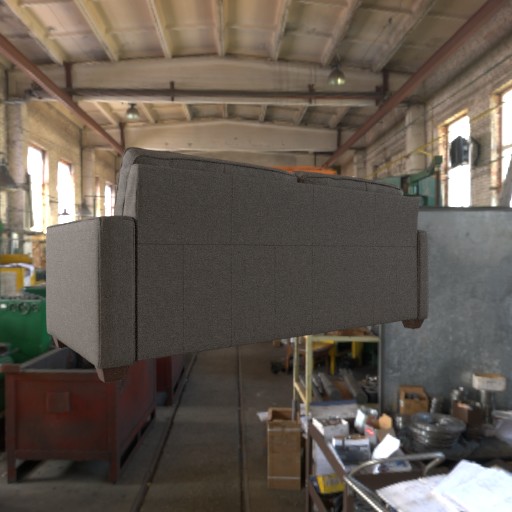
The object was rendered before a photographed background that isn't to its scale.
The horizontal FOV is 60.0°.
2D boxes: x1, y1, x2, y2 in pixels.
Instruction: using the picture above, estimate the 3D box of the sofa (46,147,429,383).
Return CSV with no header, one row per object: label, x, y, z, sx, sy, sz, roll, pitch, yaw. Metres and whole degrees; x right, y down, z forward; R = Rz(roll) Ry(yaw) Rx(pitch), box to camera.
sofa,0.000,0.000,2.536,2.080,0.919,0.940,0,1,-36
